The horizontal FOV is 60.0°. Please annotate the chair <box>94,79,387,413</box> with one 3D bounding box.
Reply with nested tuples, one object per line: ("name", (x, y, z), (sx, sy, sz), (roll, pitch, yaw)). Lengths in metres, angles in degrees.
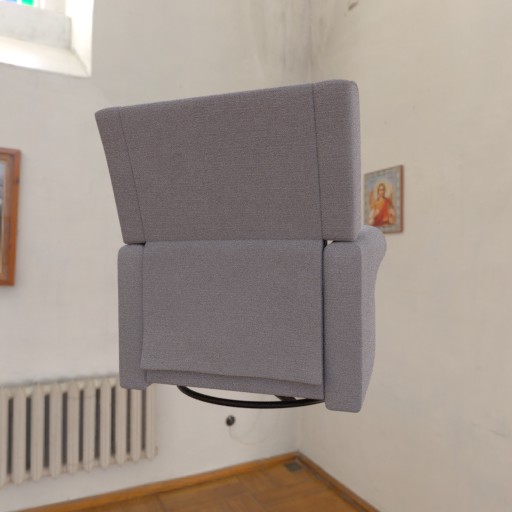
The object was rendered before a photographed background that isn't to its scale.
("chair", (0.000, 0.000, 1.637), (0.906, 0.966, 0.854), (0, 0, 18))
